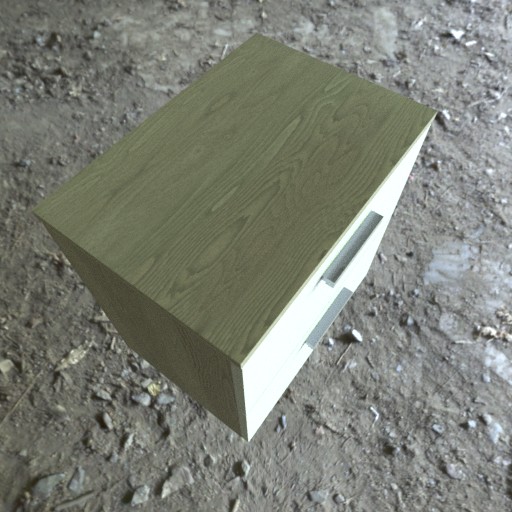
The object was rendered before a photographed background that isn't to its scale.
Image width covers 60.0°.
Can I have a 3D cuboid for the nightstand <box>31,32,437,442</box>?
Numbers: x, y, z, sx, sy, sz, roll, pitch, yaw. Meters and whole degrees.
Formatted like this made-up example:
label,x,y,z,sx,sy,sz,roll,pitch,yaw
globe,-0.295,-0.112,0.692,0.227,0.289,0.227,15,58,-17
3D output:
label,x,y,z,sx,sy,sz,roll,pitch,yaw
nightstand,0.000,0.000,0.754,0.325,0.461,0.442,32,63,18
